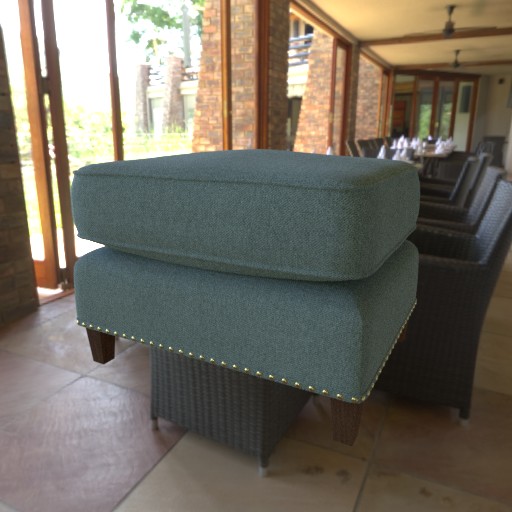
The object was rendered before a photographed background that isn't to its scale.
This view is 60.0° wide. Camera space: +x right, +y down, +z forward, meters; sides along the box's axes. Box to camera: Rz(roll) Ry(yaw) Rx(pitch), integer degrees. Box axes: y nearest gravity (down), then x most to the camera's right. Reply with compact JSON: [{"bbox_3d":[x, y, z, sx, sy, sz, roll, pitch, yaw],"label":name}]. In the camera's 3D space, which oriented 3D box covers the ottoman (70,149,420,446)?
[{"bbox_3d":[0.000,0.000,1.144,0.738,0.537,0.589,8,17,27],"label":"ottoman"}]
